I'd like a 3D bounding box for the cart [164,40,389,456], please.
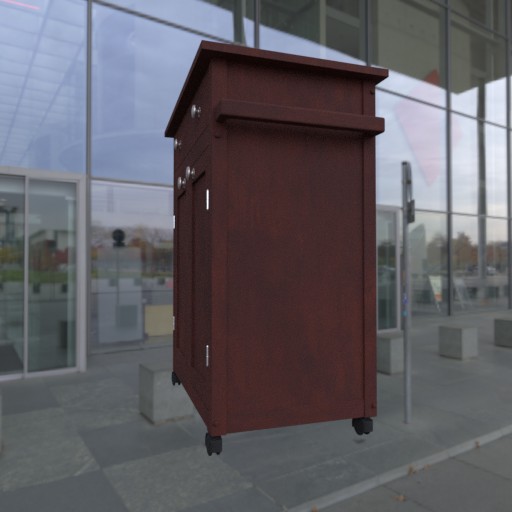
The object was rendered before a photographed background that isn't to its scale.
[{"bbox_3d":[0.000,0.000,1.266,0.442,0.864,0.683,0,-1,-18],"label":"cart"}]
